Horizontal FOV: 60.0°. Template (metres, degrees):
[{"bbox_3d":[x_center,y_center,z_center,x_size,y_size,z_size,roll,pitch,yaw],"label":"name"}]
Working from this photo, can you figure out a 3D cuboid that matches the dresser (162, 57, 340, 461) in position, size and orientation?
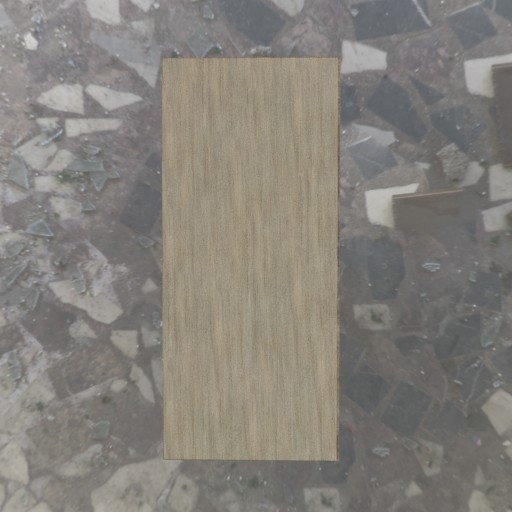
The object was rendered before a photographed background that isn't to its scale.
[{"bbox_3d":[0.000,0.000,1.724,0.457,1.219,1.016,0,91,1],"label":"dresser"}]
